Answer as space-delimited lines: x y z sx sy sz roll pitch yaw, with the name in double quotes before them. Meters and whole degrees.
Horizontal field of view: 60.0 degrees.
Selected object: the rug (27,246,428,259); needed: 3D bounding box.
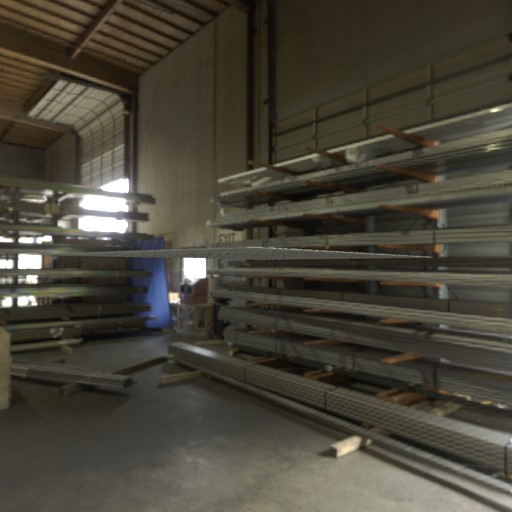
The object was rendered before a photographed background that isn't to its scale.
"rug" 0.000 0.000 4.238 2.354 0.007 3.196 -1 -2 38
